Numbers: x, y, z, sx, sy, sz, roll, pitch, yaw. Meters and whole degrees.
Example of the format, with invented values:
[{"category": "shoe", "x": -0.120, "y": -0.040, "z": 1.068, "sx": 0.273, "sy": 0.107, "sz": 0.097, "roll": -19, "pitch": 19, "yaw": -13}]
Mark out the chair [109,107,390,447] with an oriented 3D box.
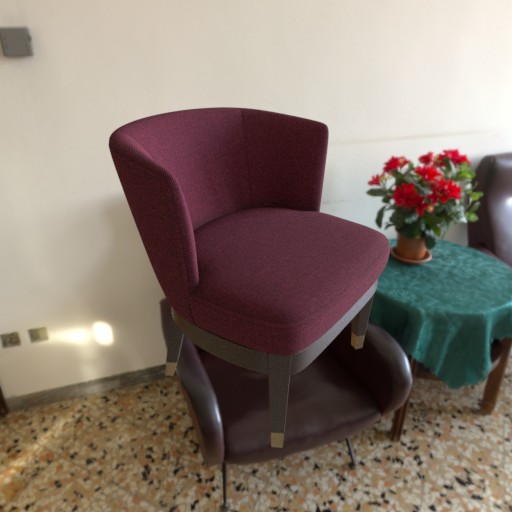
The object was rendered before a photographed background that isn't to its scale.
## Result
[{"category": "chair", "x": 0.000, "y": 0.000, "z": 1.306, "sx": 0.660, "sy": 0.760, "sz": 0.700, "roll": 18, "pitch": 32, "yaw": 31}]
